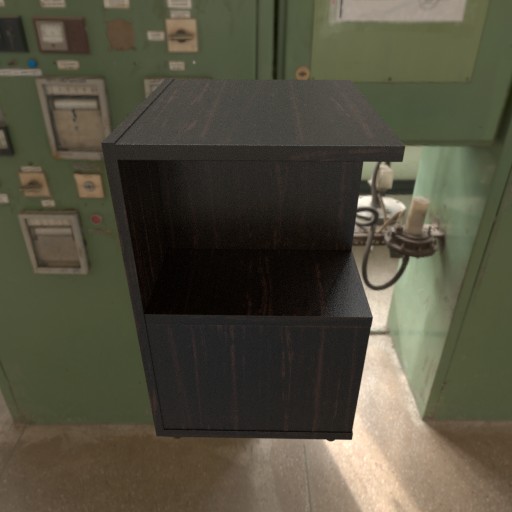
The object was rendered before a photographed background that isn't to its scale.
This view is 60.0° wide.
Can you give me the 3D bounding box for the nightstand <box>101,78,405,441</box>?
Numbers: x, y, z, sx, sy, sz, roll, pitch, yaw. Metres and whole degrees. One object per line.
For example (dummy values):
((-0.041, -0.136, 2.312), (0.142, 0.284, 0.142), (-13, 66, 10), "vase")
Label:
((0.000, 0.000, 0.834), (0.356, 0.559, 0.400), (1, 32, 1), "nightstand")
